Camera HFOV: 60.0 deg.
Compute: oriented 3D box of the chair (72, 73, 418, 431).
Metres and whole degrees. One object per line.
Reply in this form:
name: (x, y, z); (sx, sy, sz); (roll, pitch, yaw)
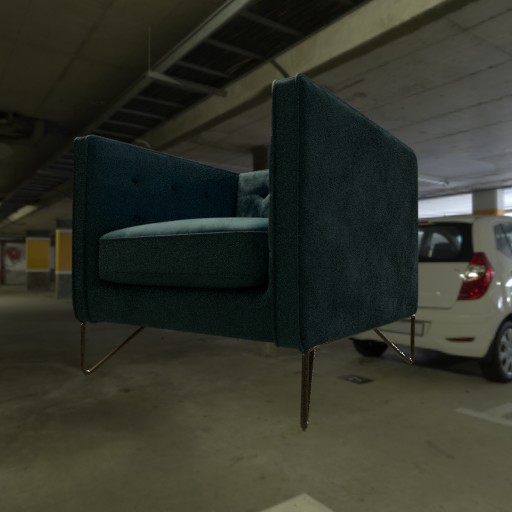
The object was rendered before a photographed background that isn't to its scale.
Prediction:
chair: (0.000, 0.000, 1.535); (0.880, 0.790, 0.894); (-1, -1, 36)
